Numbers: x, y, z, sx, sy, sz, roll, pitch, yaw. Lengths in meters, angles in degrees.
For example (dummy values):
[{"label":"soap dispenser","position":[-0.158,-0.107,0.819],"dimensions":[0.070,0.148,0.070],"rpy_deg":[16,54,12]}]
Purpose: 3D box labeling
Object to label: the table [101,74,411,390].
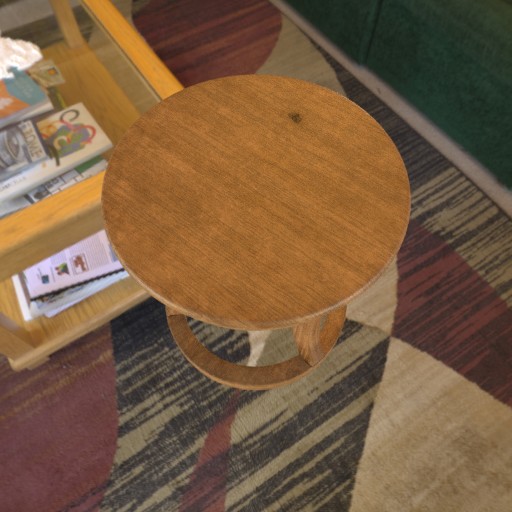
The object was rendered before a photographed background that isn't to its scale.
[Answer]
[{"label":"table","position":[0.000,0.000,0.822],"dimensions":[0.432,0.460,0.432],"rpy_deg":[0,62,0]}]
